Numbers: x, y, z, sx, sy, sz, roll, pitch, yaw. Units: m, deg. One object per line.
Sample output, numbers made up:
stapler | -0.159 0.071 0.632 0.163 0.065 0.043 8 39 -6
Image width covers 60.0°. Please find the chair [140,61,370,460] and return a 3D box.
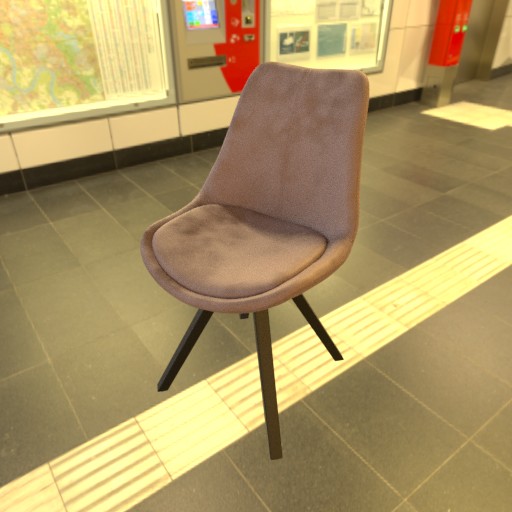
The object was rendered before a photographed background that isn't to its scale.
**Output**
chair | 0.000 0.000 1.163 0.483 0.865 0.547 19 37 28
